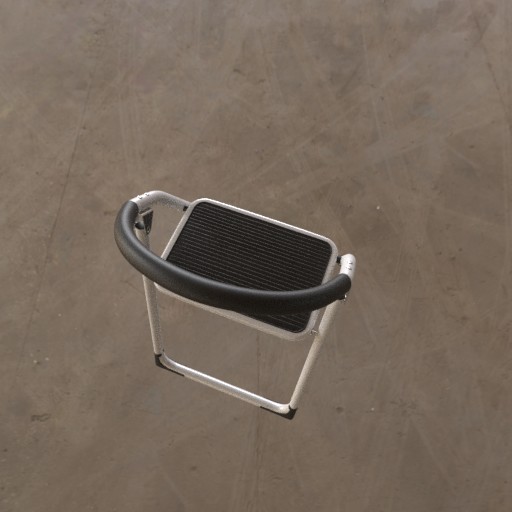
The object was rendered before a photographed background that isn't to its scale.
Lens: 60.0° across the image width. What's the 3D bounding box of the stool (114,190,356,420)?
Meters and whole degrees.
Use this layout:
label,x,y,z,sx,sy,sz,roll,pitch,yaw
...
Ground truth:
label,x,y,z,sx,sy,sz,roll,pitch,yaw
stool,0.000,0.000,1.085,0.453,0.760,0.559,19,65,9
